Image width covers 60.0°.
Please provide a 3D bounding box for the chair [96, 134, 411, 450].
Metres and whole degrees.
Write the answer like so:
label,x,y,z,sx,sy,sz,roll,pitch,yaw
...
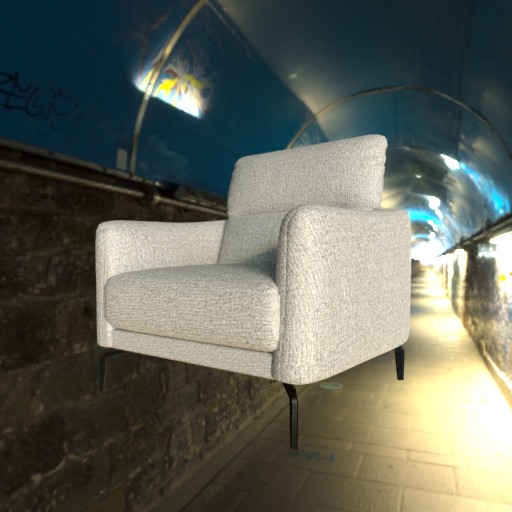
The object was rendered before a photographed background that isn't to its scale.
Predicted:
label,x,y,z,sx,sy,sz,roll,pitch,yaw
chair,0.000,0.000,1.657,0.972,0.967,0.835,0,-1,37
